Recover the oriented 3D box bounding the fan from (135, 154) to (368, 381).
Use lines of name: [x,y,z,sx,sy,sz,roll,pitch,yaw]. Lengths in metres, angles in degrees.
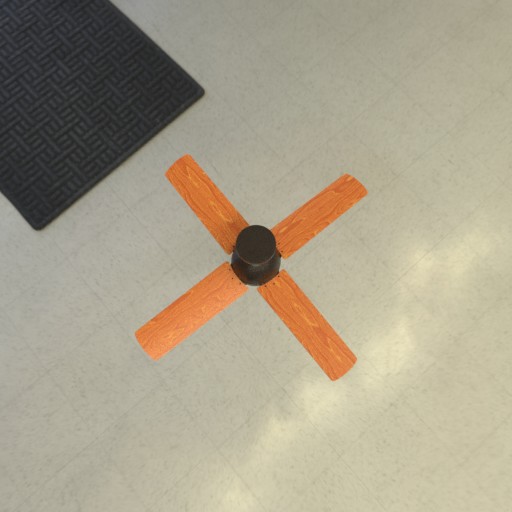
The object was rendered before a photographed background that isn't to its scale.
fan: [0.000,0.000,2.049,1.332,0.403,1.332,-38,79,-9]
